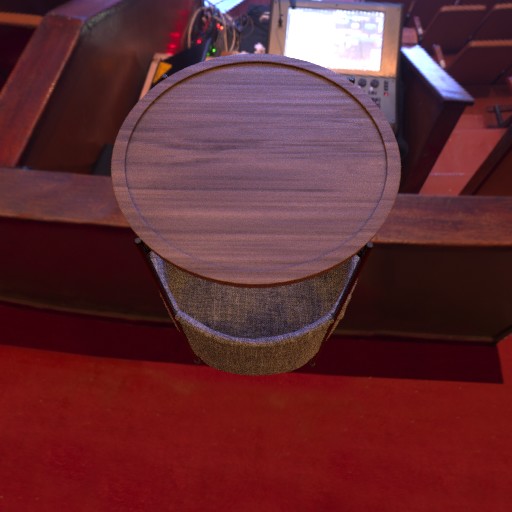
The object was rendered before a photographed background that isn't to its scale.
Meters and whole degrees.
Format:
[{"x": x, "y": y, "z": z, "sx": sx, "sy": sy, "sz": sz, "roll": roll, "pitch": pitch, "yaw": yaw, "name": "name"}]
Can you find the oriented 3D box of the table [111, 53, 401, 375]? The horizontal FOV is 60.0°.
[{"x": 0.000, "y": 0.000, "z": 0.873, "sx": 0.400, "sy": 0.623, "sz": 0.400, "roll": 1, "pitch": 63, "yaw": 1, "name": "table"}]
